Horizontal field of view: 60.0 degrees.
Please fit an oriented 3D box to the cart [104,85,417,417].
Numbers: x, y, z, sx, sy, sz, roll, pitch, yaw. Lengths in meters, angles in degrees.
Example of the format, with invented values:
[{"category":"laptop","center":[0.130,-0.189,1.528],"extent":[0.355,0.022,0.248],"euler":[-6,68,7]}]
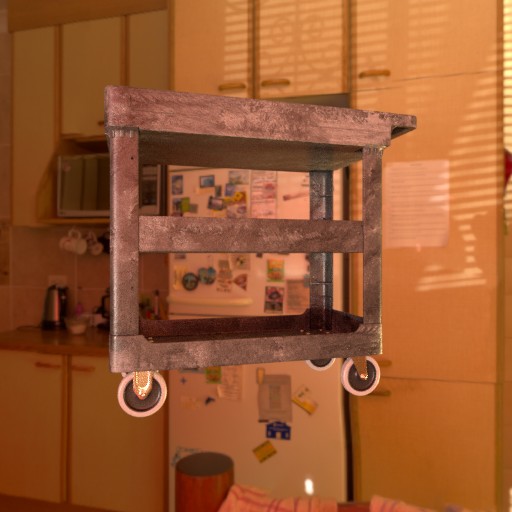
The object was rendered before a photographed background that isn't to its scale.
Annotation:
[{"category":"cart","center":[0.000,0.000,1.379],"extent":[0.877,0.824,0.420],"euler":[0,0,-16]}]
